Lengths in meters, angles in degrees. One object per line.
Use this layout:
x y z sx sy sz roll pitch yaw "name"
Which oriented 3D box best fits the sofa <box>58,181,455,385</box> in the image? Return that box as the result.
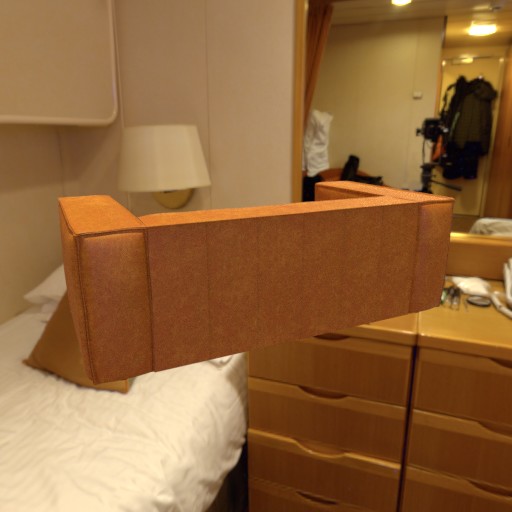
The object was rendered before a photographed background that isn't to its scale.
0.000 0.000 2.630 2.088 0.703 1.102 -7 17 -25 "sofa"
